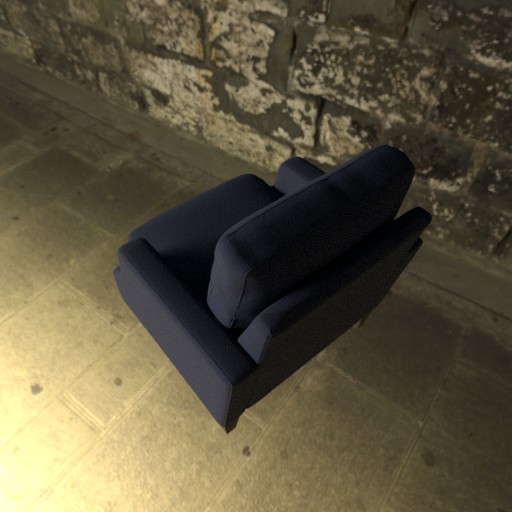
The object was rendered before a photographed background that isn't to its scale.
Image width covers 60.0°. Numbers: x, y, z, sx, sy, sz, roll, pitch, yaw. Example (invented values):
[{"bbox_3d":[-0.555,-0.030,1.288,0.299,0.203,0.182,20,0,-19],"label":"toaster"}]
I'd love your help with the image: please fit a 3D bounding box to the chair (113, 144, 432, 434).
[{"bbox_3d":[0.000,0.000,1.661,0.855,0.991,0.897,-32,56,-25],"label":"chair"}]
